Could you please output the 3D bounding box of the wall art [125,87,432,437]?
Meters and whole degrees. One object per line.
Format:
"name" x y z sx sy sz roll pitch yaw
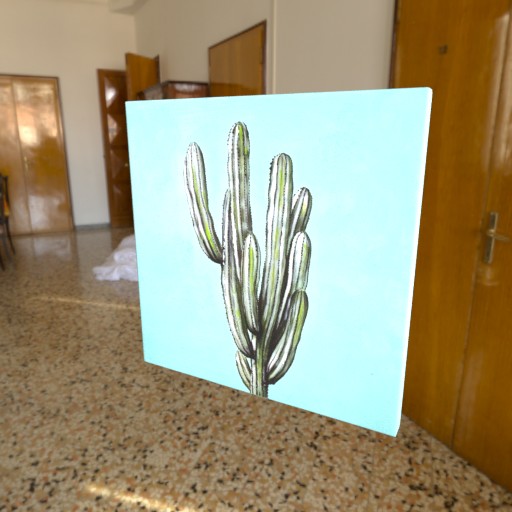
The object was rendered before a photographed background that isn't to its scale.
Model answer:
"wall art" 0.000 0.000 1.127 0.765 0.766 0.054 8 17 27
